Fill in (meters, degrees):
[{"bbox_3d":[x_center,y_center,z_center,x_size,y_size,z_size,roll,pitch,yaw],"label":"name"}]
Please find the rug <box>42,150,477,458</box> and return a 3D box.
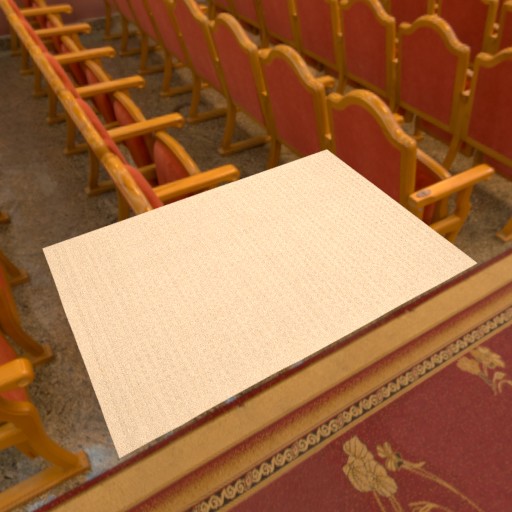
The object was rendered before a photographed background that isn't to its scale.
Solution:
[{"bbox_3d":[0.000,0.000,2.795,2.289,0.006,1.523,-23,50,-21],"label":"rug"}]
